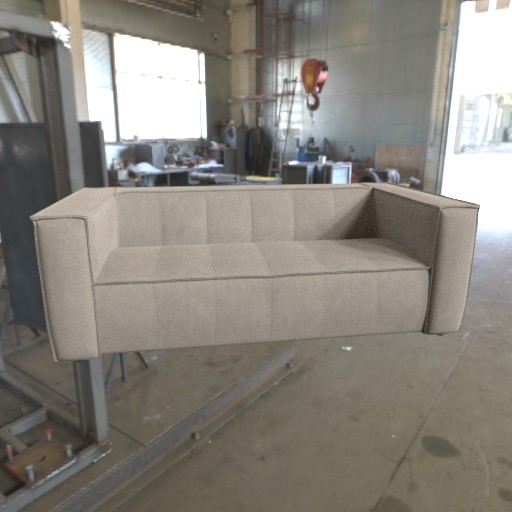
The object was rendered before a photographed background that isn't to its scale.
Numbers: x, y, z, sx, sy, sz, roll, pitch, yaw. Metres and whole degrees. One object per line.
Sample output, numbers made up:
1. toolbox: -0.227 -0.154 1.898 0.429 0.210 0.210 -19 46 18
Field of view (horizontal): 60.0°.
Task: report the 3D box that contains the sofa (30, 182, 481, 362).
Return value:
1. sofa: 0.000 0.000 2.441 1.995 0.680 1.038 -2 16 -8
